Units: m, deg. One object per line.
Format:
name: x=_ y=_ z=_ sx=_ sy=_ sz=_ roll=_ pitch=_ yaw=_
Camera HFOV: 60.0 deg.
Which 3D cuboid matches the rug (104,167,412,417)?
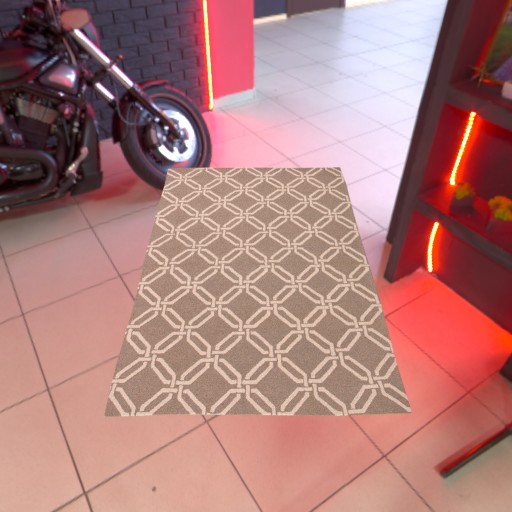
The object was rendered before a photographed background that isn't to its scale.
rug: x=0.000 y=0.000 z=2.270 sx=1.142 sy=0.010 sz=1.748 roll=0 pitch=42 yaw=-1
